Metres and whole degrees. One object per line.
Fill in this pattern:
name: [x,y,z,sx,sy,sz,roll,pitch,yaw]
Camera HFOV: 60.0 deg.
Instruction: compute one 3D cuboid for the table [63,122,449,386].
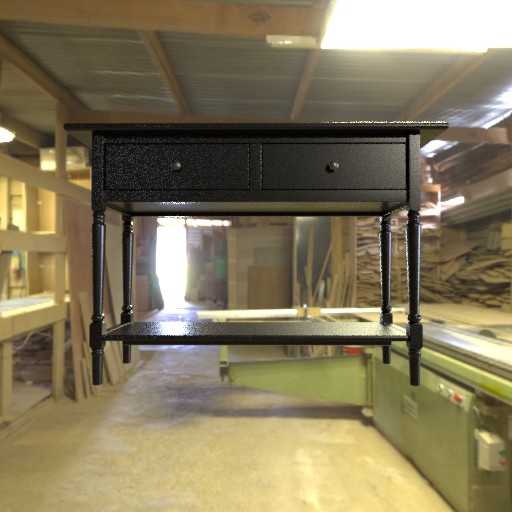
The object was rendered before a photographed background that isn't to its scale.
table: [0.000,0.000,1.549,1.191,0.819,0.386,0,-1,0]
